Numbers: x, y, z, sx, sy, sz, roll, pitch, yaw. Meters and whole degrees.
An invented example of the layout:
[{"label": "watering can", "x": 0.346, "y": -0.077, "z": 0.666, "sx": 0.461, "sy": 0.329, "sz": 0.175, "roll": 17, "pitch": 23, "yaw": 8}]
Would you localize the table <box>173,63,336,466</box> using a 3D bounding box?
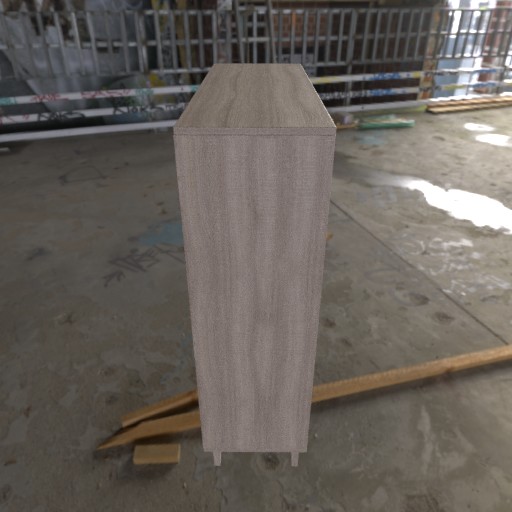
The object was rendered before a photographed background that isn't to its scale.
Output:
[{"label": "table", "x": 0.000, "y": 0.000, "z": 1.906, "sx": 0.398, "sy": 1.388, "sz": 1.111, "roll": 0, "pitch": 31, "yaw": 0}]
